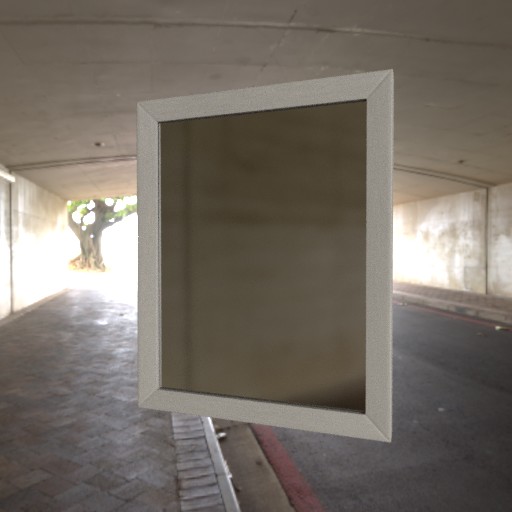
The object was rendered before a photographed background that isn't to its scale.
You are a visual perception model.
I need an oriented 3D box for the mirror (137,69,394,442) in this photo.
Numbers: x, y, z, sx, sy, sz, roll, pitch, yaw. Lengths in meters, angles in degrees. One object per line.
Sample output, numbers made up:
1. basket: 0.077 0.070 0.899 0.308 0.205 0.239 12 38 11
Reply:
1. mirror: 0.000 0.000 0.688 0.405 0.508 0.041 0 1 20
